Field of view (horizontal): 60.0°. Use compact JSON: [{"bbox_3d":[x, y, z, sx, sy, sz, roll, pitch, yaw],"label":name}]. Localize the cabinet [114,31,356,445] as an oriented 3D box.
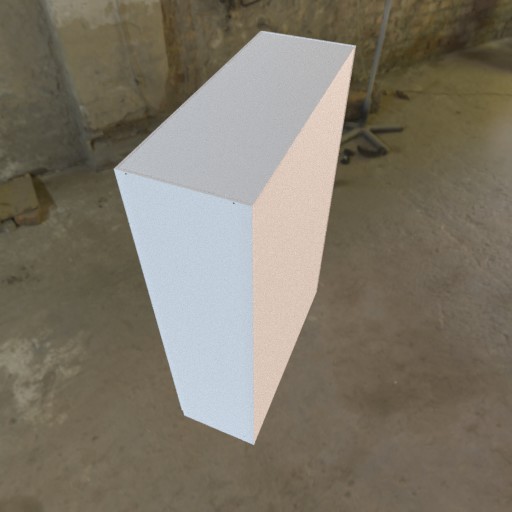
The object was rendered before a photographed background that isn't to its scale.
[{"bbox_3d":[0.000,0.000,2.498,0.510,1.910,1.290,17,49,15],"label":"cabinet"}]
